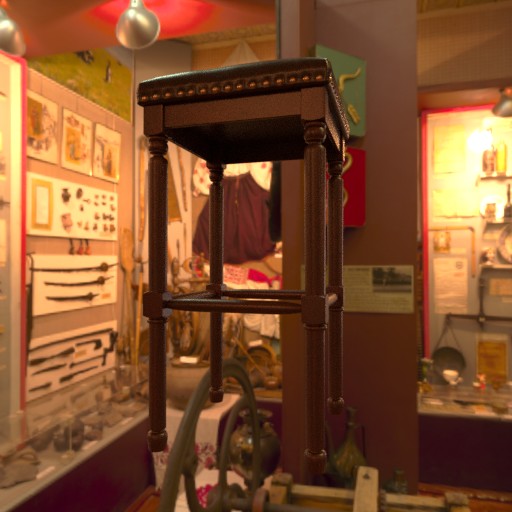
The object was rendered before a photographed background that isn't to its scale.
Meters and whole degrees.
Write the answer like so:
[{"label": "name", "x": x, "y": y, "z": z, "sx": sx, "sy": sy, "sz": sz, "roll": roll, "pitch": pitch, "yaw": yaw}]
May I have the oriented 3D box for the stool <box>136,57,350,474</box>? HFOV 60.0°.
[{"label": "stool", "x": 0.000, "y": 0.000, "z": 0.989, "sx": 0.382, "sy": 0.768, "sz": 0.383, "roll": 0, "pitch": -1, "yaw": 17}]
